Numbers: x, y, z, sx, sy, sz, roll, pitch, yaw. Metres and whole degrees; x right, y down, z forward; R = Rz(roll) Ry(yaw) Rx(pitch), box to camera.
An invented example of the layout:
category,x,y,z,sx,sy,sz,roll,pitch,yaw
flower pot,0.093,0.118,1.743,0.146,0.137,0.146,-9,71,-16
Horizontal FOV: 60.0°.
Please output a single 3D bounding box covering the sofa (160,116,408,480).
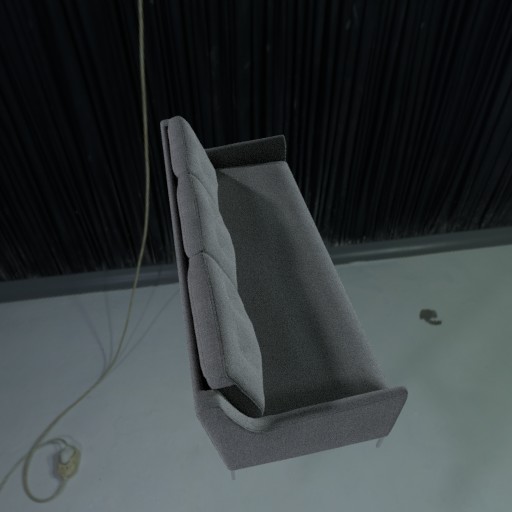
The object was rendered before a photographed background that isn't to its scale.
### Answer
category,x,y,z,sx,sy,sz,roll,pitch,yaw
sofa,0.000,0.000,2.491,0.849,0.837,2.060,-9,46,-8
